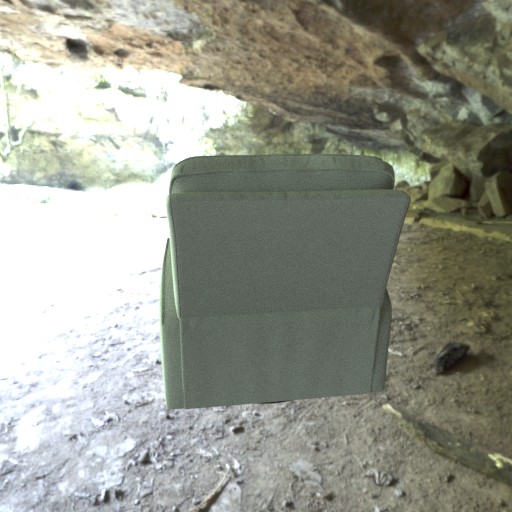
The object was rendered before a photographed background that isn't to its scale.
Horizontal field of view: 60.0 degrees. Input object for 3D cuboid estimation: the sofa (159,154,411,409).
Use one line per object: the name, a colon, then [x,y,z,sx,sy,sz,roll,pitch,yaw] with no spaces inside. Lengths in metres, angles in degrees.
sofa: [0.000,0.000,2.104,0.861,0.959,1.472,-2,14,-8]
